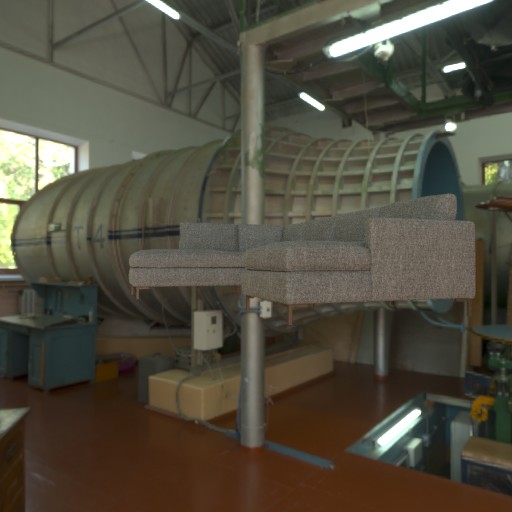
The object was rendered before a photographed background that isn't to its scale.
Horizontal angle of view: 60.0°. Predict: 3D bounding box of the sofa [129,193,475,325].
[{"bbox_3d":[0.000,0.000,3.619,1.879,0.756,2.737,0,-1,-19],"label":"sofa"}]
